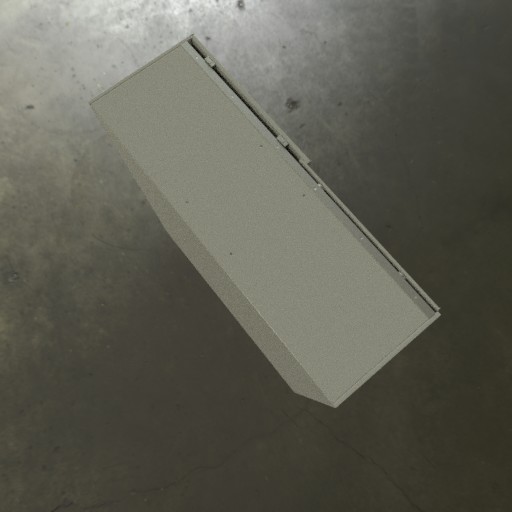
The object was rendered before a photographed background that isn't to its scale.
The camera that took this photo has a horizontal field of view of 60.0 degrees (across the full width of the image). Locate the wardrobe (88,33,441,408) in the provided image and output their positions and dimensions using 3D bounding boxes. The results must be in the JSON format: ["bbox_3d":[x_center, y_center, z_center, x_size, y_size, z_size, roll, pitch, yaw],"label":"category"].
[{"bbox_3d":[0.000,0.000,2.922,0.629,1.960,1.780,-38,78,-10],"label":"wardrobe"}]
